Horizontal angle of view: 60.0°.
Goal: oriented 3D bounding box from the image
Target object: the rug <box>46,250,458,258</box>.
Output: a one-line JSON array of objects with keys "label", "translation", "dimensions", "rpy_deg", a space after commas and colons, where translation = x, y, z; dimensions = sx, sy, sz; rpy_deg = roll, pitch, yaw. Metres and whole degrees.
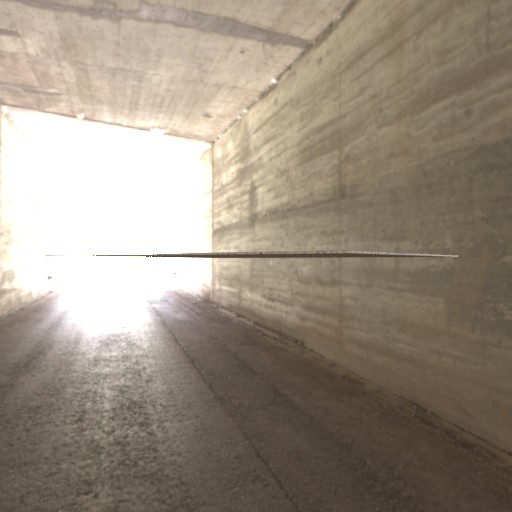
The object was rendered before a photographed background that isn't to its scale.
[{"label": "rug", "translation": [0.000, 0.000, 4.193], "dimensions": [3.049, 0.015, 2.457], "rpy_deg": [0, -1, 37]}]
